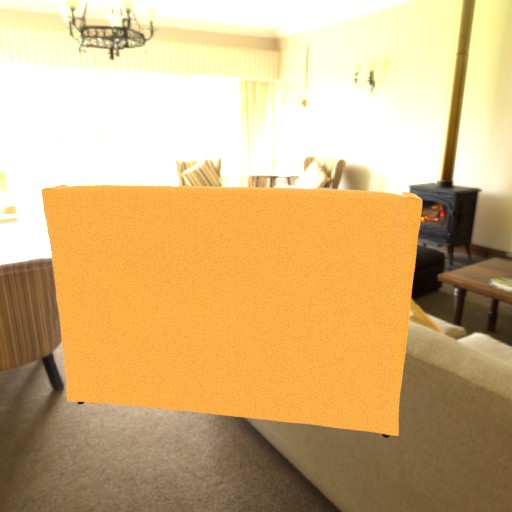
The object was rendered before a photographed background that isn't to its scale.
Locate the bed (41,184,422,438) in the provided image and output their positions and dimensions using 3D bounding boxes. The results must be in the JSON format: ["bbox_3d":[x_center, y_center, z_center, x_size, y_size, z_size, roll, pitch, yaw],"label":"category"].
[{"bbox_3d":[0.000,0.000,3.387,1.925,1.332,2.276,3,17,9],"label":"bed"}]
